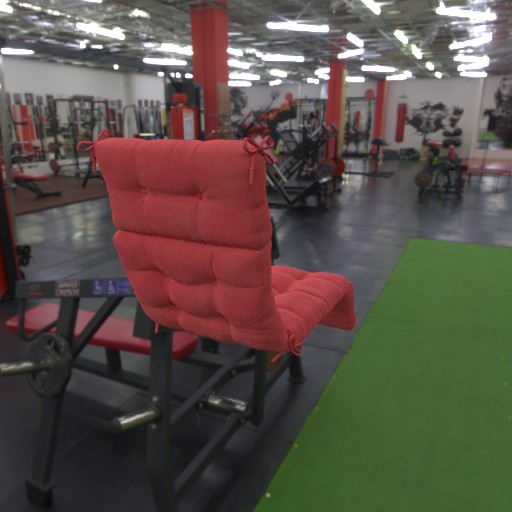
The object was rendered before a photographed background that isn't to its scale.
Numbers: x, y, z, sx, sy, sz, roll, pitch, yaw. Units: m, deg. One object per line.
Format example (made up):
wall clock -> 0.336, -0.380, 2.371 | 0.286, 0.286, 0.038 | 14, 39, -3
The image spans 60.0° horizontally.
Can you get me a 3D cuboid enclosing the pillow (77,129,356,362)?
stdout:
pillow -> 0.000, 0.000, 1.549 | 0.526, 0.863, 1.016 | 9, 19, 27
